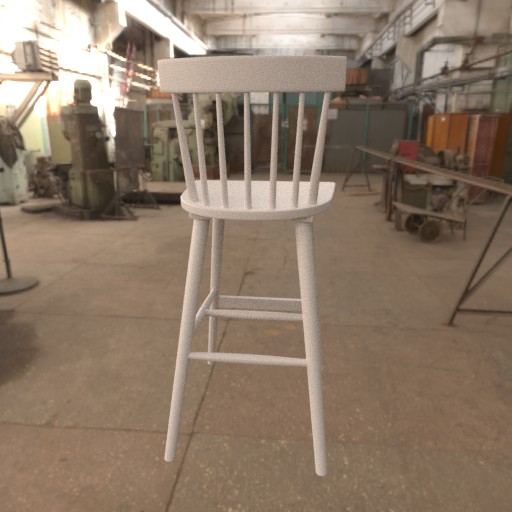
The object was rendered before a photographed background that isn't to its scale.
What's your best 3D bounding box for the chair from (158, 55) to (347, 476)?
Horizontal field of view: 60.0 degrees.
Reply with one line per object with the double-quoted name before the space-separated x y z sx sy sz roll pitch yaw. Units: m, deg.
"chair" 0.000 0.000 1.367 0.483 1.092 0.572 2 16 7
